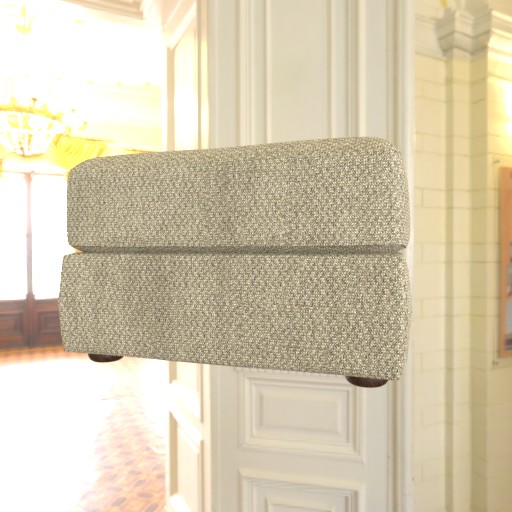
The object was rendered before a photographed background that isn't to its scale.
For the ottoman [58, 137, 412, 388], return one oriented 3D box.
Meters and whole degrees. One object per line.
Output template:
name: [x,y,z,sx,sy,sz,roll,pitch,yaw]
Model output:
ottoman: [0.000,0.000,1.134,0.751,0.476,0.603,0,1,18]
